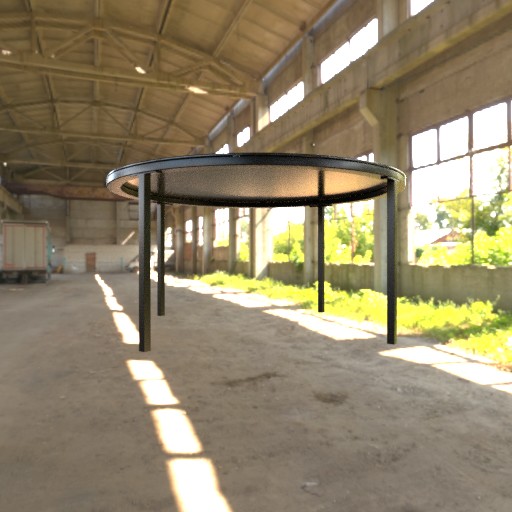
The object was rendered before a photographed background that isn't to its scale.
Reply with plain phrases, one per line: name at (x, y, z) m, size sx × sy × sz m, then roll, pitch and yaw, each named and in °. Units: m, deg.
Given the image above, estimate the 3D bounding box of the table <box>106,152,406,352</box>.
table at (0.000, 0.000, 1.249) m, size 0.800 × 0.400 × 0.800 m, roll 0°, pitch 0°, yaw 0°
